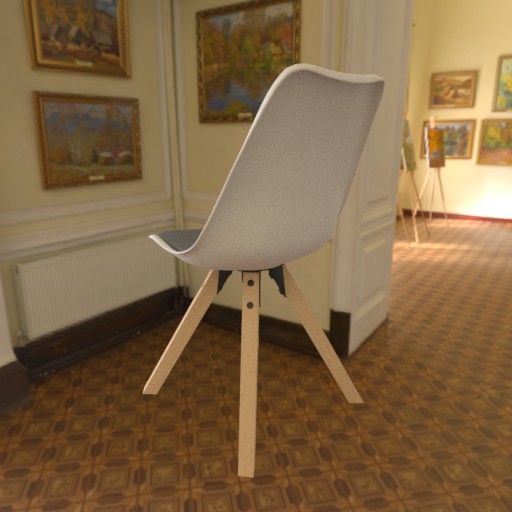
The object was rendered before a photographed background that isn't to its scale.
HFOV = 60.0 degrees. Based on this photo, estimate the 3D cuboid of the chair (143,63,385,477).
[{"bbox_3d":[0.000,0.000,1.148,0.485,0.850,0.550,-14,20,-40],"label":"chair"}]
